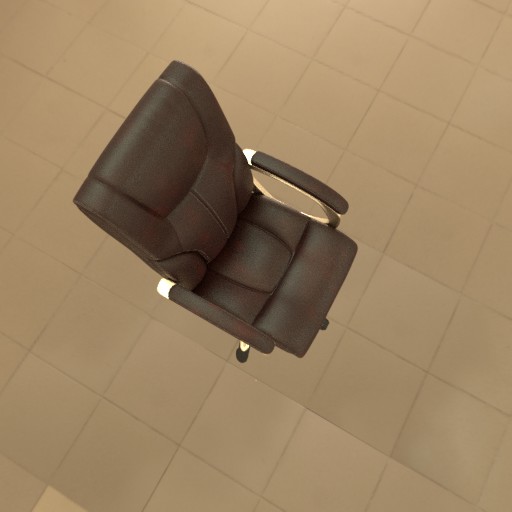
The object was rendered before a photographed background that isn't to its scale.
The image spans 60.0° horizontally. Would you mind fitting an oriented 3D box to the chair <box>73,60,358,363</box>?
[{"bbox_3d":[0.000,0.000,1.534,0.739,1.107,0.662,28,76,8],"label":"chair"}]
